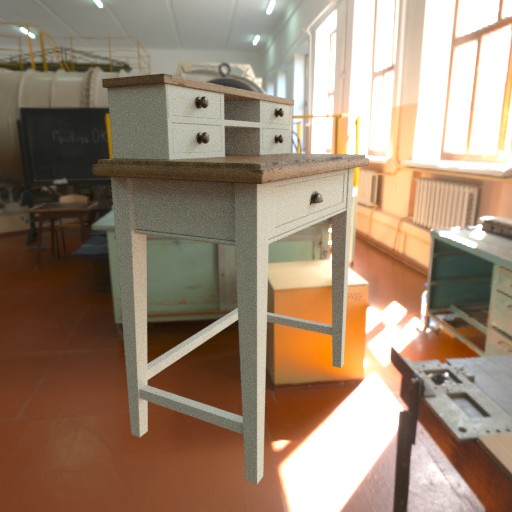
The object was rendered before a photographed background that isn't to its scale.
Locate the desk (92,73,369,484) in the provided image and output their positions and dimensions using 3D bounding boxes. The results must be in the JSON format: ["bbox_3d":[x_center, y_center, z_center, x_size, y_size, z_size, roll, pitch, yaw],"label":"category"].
[{"bbox_3d":[0.000,0.000,1.385,0.462,0.981,0.814,8,16,27],"label":"desk"}]
